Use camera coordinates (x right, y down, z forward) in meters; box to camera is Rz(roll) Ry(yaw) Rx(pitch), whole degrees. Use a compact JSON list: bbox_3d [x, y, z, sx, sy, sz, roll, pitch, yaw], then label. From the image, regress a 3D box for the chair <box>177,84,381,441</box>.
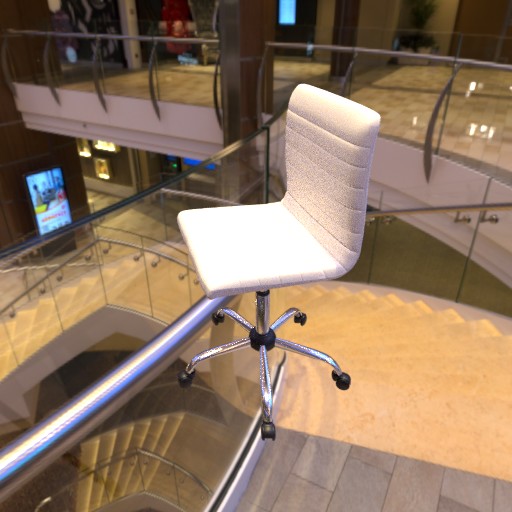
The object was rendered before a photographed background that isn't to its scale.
[{"bbox_3d":[0.000,0.000,1.103,0.455,0.750,0.520,-9,31,-16],"label":"chair"}]
